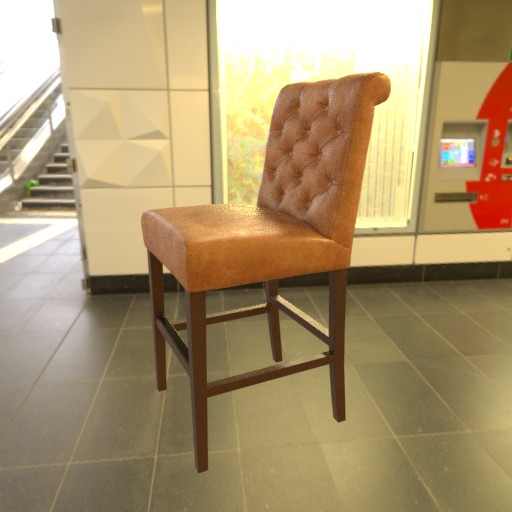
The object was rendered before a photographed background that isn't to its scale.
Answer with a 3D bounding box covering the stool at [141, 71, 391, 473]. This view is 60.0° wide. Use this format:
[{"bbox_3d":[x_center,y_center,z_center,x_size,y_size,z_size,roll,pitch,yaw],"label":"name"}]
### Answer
[{"bbox_3d":[0.000,0.000,1.371,0.601,1.047,0.493,-8,18,-25],"label":"stool"}]
